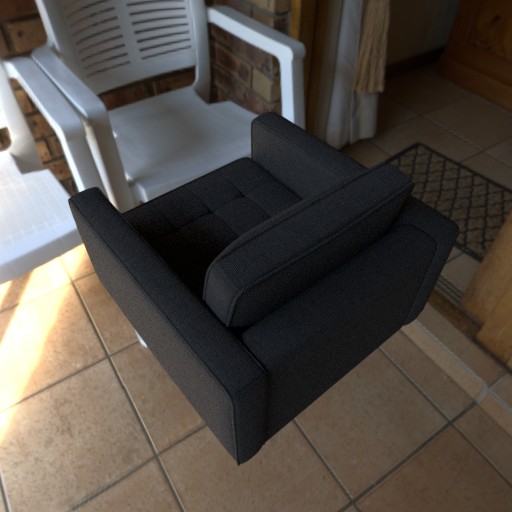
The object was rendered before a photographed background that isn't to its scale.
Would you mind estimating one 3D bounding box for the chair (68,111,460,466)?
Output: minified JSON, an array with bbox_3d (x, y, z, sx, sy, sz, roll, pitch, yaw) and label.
[{"bbox_3d":[0.000,0.000,1.540,0.899,0.770,0.919,-31,55,-25],"label":"chair"}]
